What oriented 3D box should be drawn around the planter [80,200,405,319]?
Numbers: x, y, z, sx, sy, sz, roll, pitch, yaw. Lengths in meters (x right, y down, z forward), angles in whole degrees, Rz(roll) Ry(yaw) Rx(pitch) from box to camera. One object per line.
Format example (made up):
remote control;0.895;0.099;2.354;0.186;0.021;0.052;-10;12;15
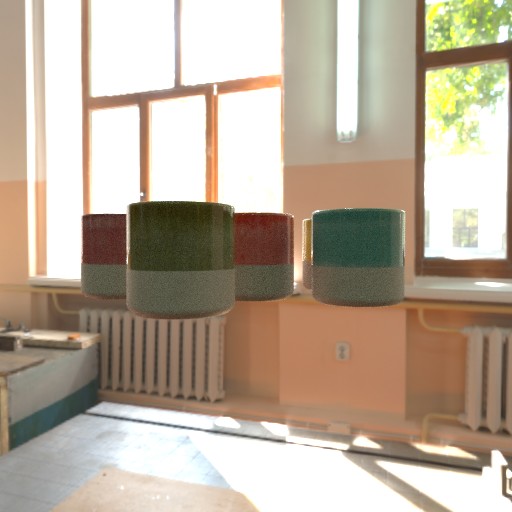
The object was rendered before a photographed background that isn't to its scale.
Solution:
planter;0.000;0.000;0.419;0.286;0.075;0.257;-1;2;-37
